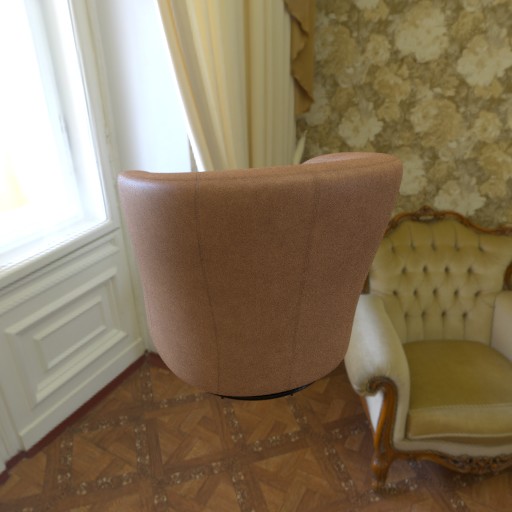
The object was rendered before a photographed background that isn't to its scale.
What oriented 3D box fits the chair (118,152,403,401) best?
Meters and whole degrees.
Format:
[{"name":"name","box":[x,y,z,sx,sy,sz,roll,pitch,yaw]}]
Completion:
[{"name":"chair","box":[0.000,0.000,1.446,0.791,0.771,0.815,-9,28,-17]}]
